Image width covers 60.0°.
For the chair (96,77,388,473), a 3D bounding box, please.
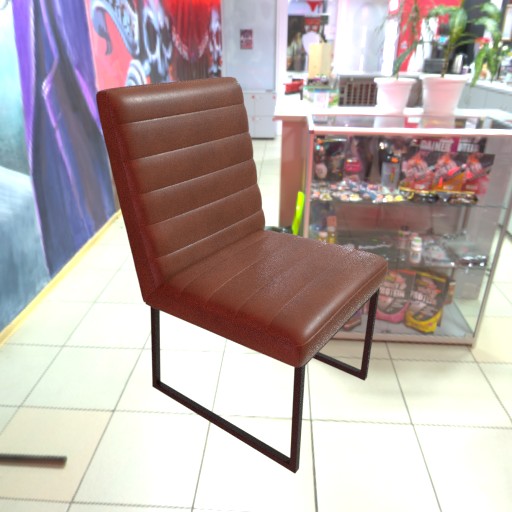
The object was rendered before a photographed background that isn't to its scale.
[{"bbox_3d":[0.000,0.000,1.294,0.634,0.930,0.520,18,31,32],"label":"chair"}]
